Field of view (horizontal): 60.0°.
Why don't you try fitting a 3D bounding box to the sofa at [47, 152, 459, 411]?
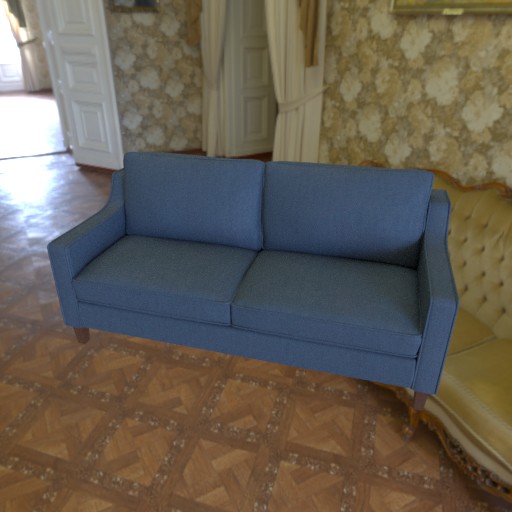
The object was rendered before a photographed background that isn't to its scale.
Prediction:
[{"bbox_3d":[0.000,0.000,2.742,2.178,1.071,1.066,7,29,14],"label":"sofa"}]
